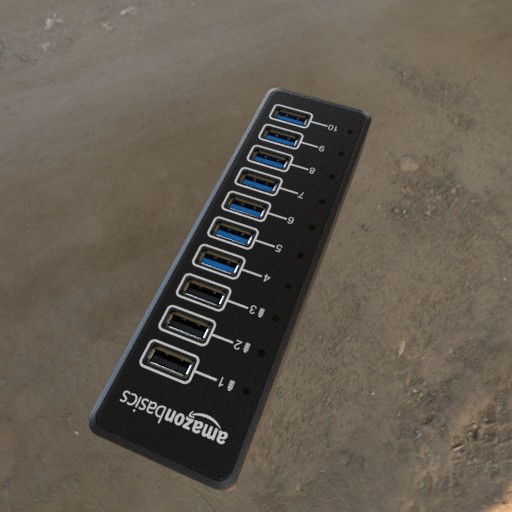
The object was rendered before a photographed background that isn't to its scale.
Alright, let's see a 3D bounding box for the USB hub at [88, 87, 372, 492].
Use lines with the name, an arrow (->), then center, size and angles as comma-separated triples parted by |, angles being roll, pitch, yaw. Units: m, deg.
USB hub -> 0.000, 0.000, 0.158 | 0.044, 0.023, 0.145 | 19, 63, 10
